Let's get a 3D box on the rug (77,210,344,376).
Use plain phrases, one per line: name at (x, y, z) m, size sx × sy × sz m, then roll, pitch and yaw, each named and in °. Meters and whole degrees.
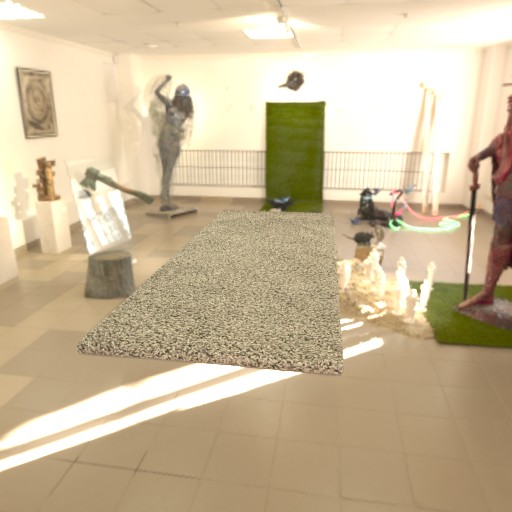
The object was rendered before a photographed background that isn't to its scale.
rug at (0.000, 0.000, 1.691) m, size 0.609 × 0.030 × 1.524 m, roll 3°, pitch 18°, yaw 8°
